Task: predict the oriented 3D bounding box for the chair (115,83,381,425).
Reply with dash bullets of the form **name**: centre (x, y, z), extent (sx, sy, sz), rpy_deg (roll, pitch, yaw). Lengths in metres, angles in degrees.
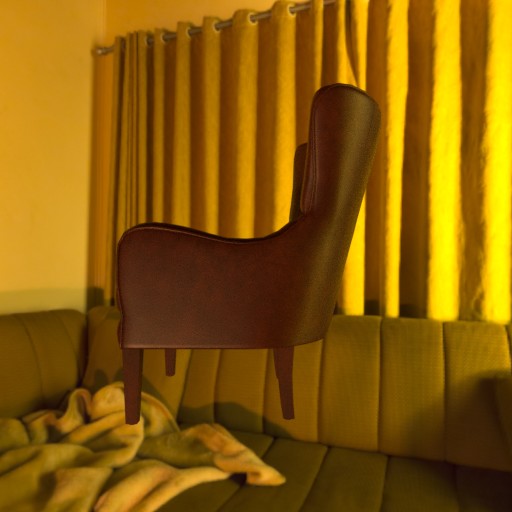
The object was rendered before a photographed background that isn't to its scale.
- **chair**: centre (0.000, 0.000, 1.671), extent (0.914, 1.048, 0.692), rpy_deg (0, -1, 0)
